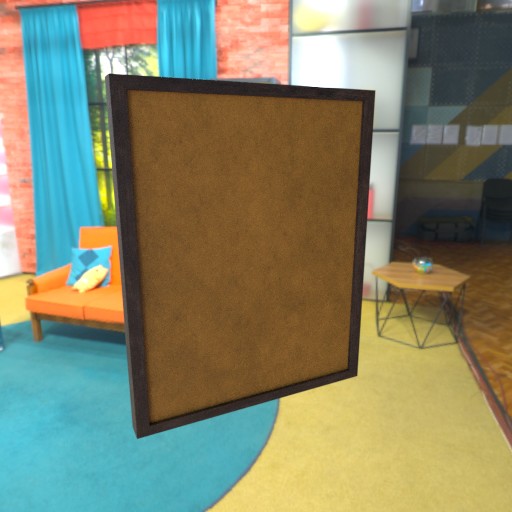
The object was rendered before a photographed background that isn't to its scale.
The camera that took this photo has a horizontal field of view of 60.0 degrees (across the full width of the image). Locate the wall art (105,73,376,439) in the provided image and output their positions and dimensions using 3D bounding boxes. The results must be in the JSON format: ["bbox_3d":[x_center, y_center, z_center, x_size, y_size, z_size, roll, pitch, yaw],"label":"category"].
[{"bbox_3d":[0.000,0.000,0.558,0.329,0.406,0.027,-7,16,-26],"label":"wall art"}]
